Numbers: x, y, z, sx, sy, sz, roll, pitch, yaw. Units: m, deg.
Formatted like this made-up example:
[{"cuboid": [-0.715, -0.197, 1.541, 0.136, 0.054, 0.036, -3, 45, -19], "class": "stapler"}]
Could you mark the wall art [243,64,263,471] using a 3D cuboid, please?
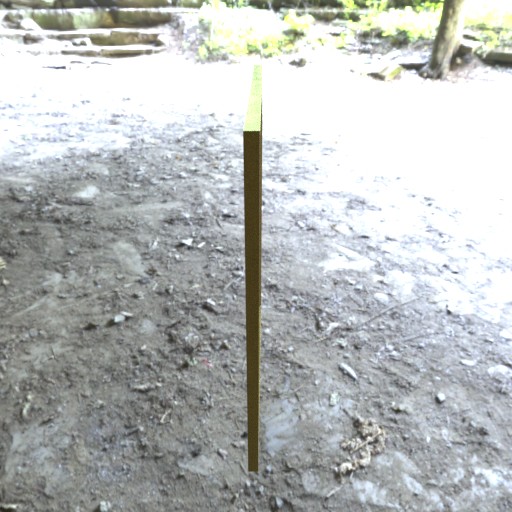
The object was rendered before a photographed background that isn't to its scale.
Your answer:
[{"cuboid": [0.000, 0.000, 1.388, 0.030, 1.002, 0.798, 1, 31, 1], "class": "wall art"}]
